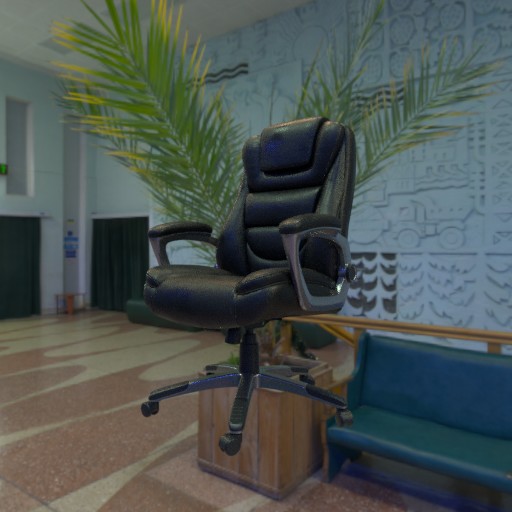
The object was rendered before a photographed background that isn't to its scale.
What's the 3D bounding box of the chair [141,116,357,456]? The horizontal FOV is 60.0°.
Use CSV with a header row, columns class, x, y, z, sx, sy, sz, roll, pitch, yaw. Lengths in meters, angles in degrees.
class,x,y,z,sx,sy,sz,roll,pitch,yaw
chair,0.000,0.000,1.552,0.697,1.075,0.689,1,1,38
